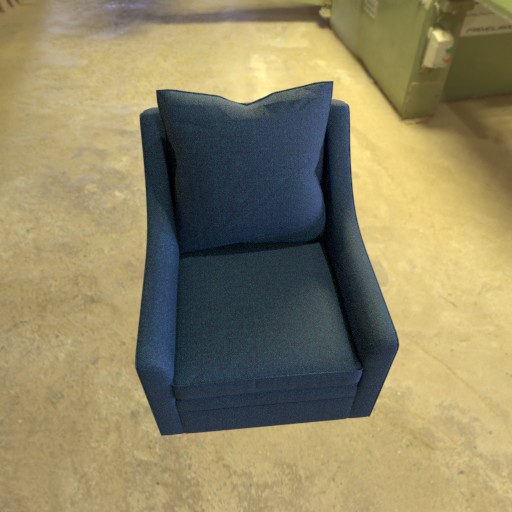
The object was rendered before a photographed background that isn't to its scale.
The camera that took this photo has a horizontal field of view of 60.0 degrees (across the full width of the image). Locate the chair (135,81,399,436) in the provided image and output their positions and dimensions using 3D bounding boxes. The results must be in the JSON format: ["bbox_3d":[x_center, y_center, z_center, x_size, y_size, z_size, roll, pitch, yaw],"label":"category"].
[{"bbox_3d":[0.000,0.000,1.561,0.750,0.939,0.870,-4,47,-4],"label":"chair"}]
